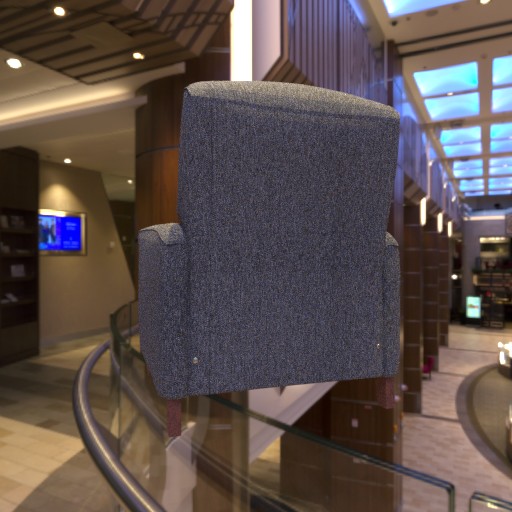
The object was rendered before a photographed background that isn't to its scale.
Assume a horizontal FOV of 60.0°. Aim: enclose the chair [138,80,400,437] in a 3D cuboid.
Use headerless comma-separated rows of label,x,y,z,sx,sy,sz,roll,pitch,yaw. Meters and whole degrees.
chair,0.000,0.000,1.684,0.848,1.014,0.864,0,0,-19
